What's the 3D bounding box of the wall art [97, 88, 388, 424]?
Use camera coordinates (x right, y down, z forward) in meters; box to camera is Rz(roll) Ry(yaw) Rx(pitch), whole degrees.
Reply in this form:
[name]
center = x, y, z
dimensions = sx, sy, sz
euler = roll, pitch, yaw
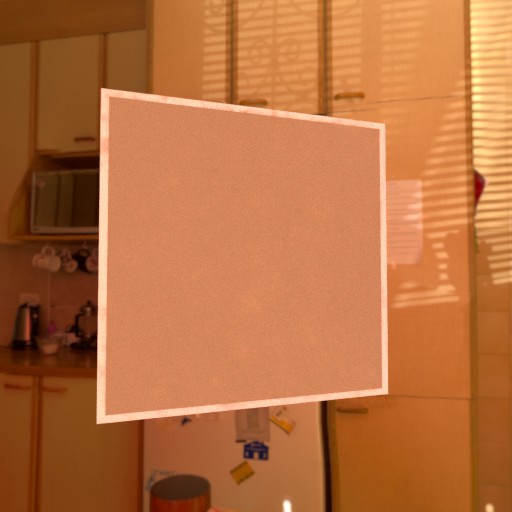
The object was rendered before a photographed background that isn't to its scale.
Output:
[wall art]
center = 0.000, 0.000, 1.138
dimensions = 0.760, 0.757, 0.038
euler = 1, -2, -19
